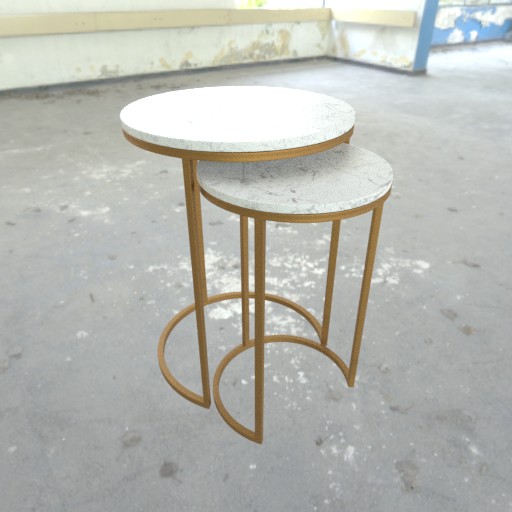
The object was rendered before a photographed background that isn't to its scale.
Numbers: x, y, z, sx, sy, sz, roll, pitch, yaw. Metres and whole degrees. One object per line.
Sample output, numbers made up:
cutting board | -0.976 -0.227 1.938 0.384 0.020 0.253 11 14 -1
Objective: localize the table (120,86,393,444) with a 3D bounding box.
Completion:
table | 0.000 0.000 0.878 0.400 0.550 0.507 -20 37 -29
